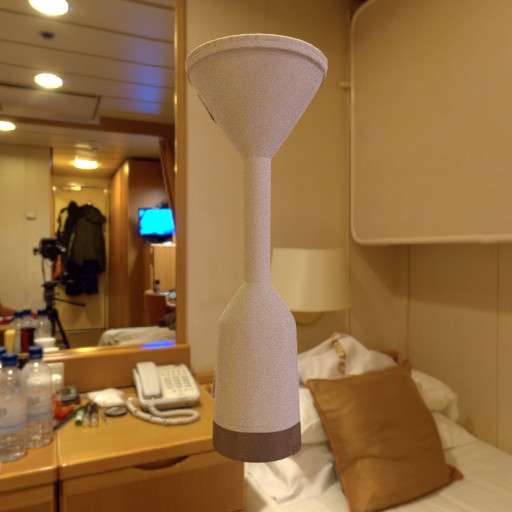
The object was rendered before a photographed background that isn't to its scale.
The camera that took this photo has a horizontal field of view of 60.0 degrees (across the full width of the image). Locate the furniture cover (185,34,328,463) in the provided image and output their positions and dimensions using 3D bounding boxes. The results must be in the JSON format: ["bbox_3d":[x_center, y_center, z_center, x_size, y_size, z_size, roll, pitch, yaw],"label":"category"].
[{"bbox_3d":[0.000,0.000,2.857,0.914,2.413,0.914,0,1,18],"label":"furniture cover"}]
